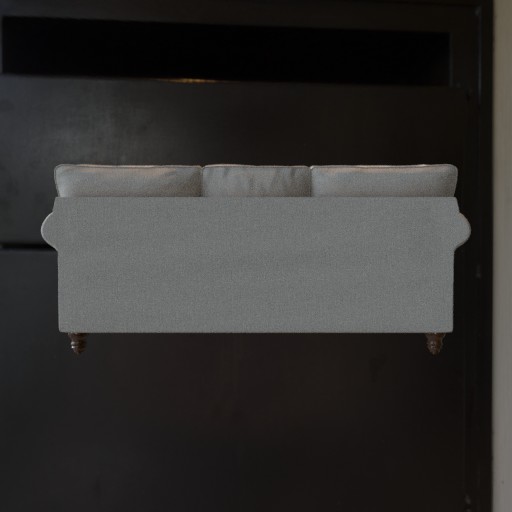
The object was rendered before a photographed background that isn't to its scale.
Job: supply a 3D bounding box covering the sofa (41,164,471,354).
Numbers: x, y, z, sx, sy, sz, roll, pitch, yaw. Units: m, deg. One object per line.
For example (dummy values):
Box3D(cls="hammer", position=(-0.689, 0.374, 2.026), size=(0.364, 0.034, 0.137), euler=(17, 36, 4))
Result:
Box3D(cls="sofa", position=(0.000, 0.000, 2.572), size=(2.084, 0.961, 0.916), euler=(0, 1, 0))
